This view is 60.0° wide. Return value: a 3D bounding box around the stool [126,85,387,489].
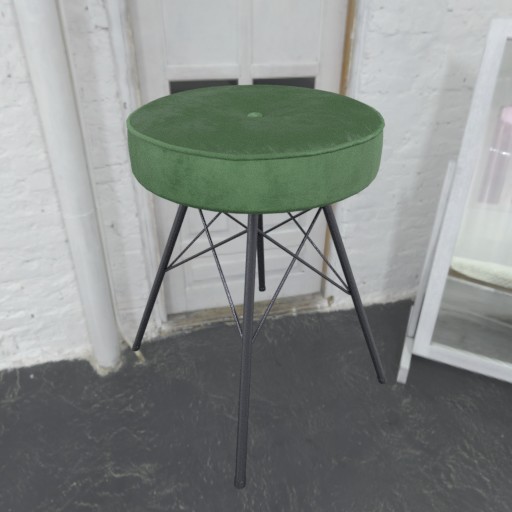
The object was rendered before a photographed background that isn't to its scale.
[{"bbox_3d":[0.000,0.000,0.893,0.430,0.595,0.457,-22,38,-31],"label":"stool"}]
